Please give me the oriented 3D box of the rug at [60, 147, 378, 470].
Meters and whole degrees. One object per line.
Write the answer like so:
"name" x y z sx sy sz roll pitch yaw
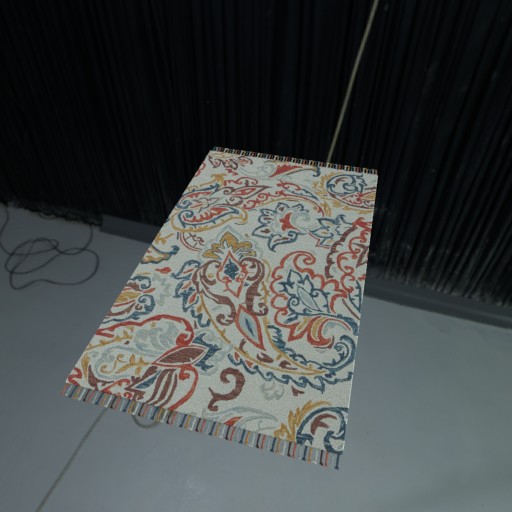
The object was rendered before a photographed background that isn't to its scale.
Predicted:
"rug" 0.000 0.000 3.131 1.523 0.010 2.584 11 46 10
